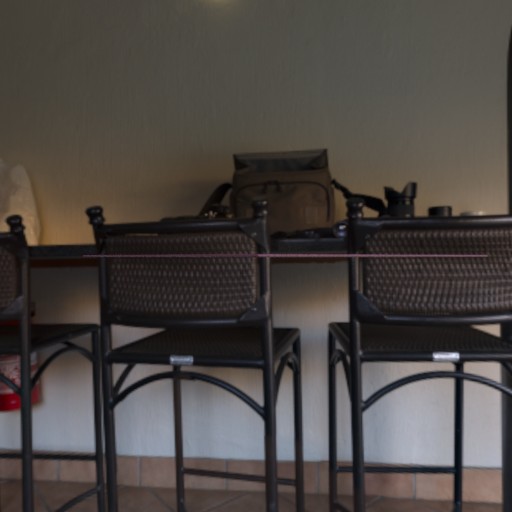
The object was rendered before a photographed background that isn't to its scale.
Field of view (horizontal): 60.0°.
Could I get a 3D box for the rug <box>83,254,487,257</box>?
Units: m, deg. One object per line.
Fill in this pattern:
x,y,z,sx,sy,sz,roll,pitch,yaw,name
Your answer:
0.000,0.000,2.905,1.599,0.011,2.210,0,0,-36,rug
